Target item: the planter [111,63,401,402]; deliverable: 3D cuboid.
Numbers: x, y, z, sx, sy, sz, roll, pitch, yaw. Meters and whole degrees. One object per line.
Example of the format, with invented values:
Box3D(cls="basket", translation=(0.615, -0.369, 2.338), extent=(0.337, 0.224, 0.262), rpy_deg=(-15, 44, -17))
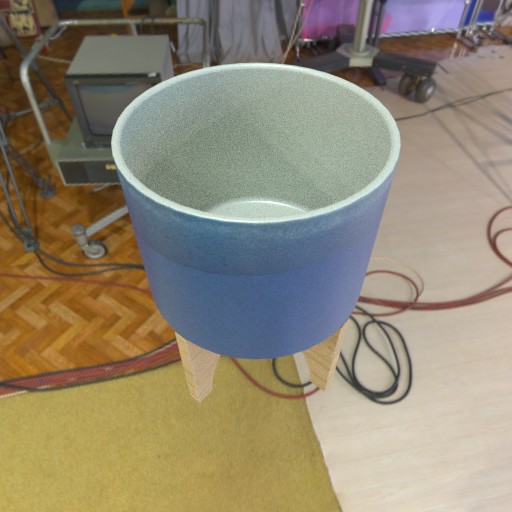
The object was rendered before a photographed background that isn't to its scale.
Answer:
Box3D(cls="planter", translation=(0.000, 0.000, 0.397), extent=(0.192, 0.263, 0.192), rpy_deg=(0, 48, 0))
